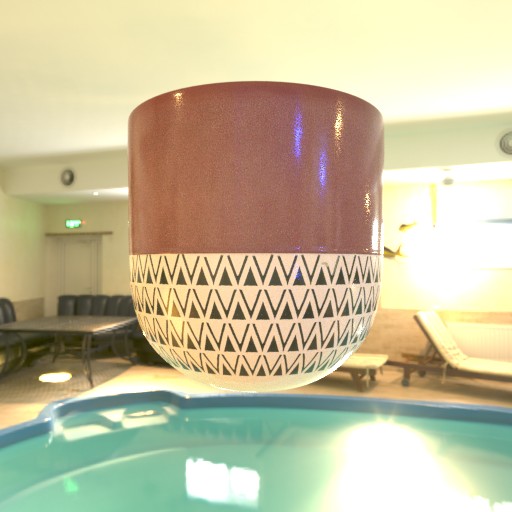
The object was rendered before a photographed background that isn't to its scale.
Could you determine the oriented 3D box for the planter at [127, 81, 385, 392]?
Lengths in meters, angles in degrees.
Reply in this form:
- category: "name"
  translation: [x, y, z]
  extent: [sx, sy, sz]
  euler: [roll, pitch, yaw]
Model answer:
- category: "planter"
  translation: [0.000, 0.000, 0.476]
  extent: [0.266, 0.270, 0.266]
  euler: [0, -1, 0]
